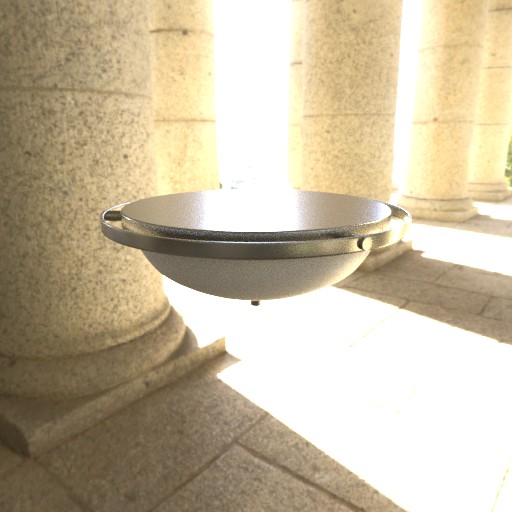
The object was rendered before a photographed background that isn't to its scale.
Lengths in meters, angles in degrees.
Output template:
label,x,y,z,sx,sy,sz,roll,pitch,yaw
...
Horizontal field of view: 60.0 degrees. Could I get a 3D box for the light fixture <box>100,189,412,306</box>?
label,x,y,z,sx,sy,sz,roll,pitch,yaw
light fixture,0.000,0.000,0.558,0.361,0.130,0.361,0,15,0
